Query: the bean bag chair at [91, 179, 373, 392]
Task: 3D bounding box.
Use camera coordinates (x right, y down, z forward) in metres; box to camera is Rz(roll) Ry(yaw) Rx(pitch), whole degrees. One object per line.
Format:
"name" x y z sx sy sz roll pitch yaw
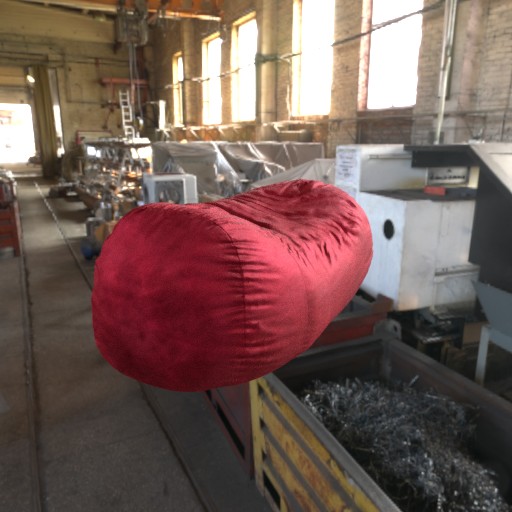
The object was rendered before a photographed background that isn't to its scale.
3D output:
"bean bag chair" 0.000 0.000 2.852 1.216 0.867 2.293 8 16 28
